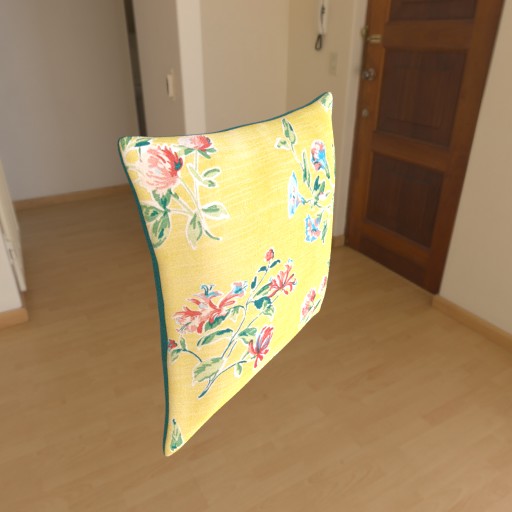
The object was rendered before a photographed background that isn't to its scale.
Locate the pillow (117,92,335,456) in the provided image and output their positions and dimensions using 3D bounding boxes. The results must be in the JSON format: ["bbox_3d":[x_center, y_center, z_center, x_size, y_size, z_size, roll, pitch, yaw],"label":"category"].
[{"bbox_3d":[0.000,0.000,0.795,0.166,0.508,0.525,17,32,31],"label":"pillow"}]
